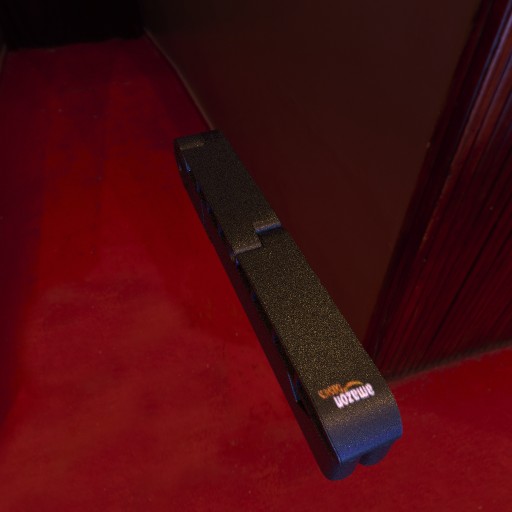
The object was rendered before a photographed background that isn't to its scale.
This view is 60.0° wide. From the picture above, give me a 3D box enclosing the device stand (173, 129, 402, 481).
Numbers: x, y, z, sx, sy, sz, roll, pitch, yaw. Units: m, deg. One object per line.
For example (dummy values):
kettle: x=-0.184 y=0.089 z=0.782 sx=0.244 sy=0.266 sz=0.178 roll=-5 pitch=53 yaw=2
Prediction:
device stand: x=0.000 y=0.000 z=0.190 sx=0.026 sy=0.030 sz=0.179 roll=-17 pitch=50 yaw=-15
